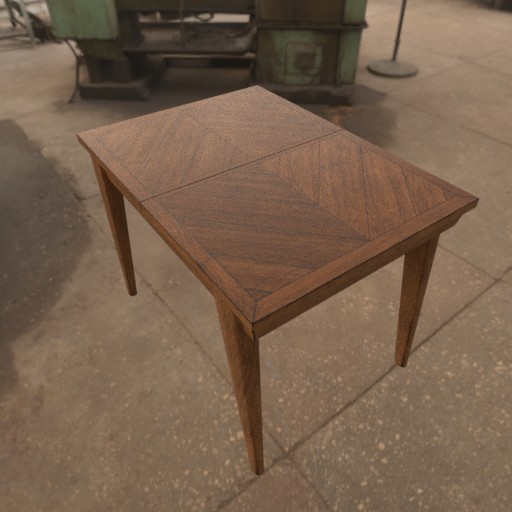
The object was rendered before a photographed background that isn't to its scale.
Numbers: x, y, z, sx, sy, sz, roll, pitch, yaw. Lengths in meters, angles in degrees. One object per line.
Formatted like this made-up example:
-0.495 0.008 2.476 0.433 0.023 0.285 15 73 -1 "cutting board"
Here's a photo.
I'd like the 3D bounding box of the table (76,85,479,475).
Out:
0.000 0.000 1.601 0.757 0.760 1.027 -25 47 -26 "table"
